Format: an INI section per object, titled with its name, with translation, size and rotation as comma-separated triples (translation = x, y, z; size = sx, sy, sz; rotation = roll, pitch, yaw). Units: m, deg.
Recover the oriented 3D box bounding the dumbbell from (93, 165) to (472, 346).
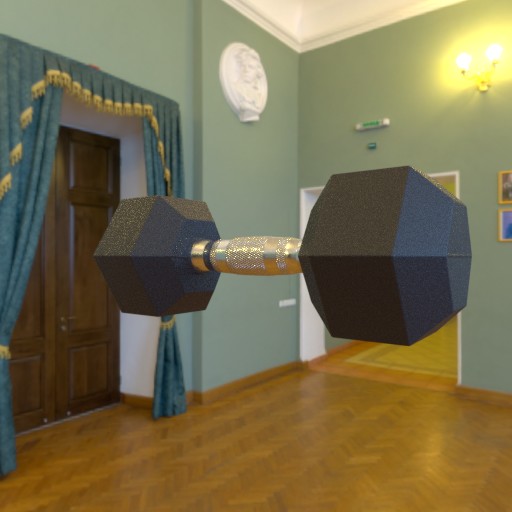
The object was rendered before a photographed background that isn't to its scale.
[dumbbell]
translation = 0.000, 0.000, 0.417
size = 0.356, 0.123, 0.141
rotation = 0, 0, 36
